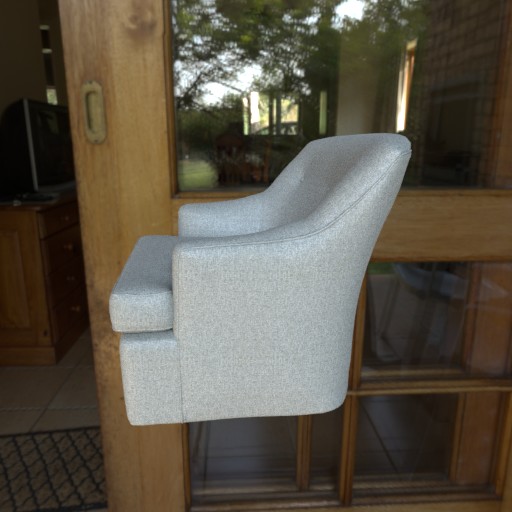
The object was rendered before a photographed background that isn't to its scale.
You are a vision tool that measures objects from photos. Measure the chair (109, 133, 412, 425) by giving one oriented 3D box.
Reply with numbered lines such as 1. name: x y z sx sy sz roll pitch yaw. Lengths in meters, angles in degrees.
1. chair: 0.000 0.000 1.603 0.923 0.856 0.864 -2 14 -8
